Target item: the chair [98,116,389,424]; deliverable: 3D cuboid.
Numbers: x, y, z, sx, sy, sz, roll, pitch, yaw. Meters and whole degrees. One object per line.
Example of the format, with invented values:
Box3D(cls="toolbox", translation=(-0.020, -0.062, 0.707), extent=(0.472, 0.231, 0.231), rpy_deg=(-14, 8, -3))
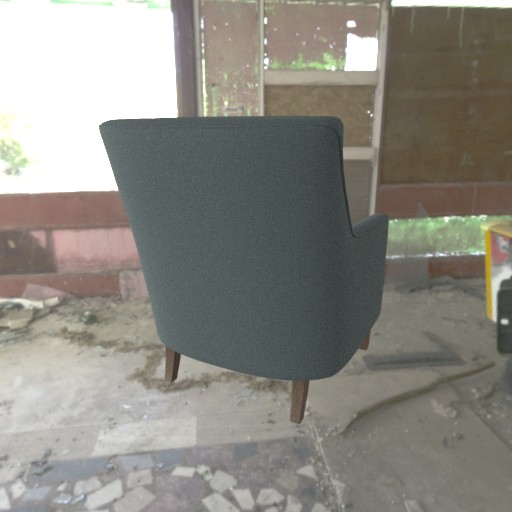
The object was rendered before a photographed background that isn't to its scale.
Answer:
Box3D(cls="chair", translation=(0.000, 0.000, 1.561), extent=(0.756, 0.916, 0.879), rpy_deg=(8, 18, 27))
